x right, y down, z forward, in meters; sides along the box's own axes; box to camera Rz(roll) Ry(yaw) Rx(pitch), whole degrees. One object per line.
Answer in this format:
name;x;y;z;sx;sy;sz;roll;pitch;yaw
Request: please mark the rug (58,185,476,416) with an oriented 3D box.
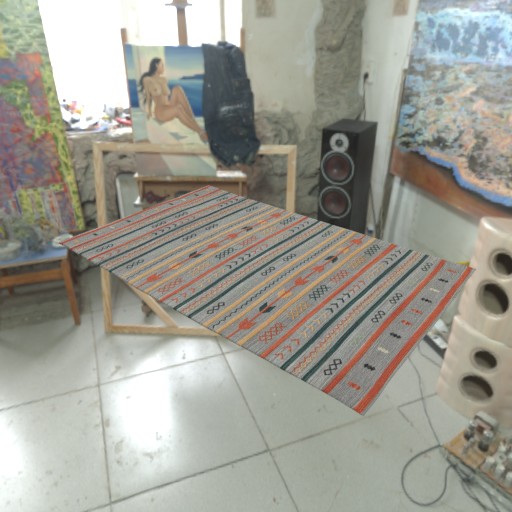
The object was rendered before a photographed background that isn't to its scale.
rug;0.000;0.000;3.037;2.439;0.029;1.537;22;36;34
